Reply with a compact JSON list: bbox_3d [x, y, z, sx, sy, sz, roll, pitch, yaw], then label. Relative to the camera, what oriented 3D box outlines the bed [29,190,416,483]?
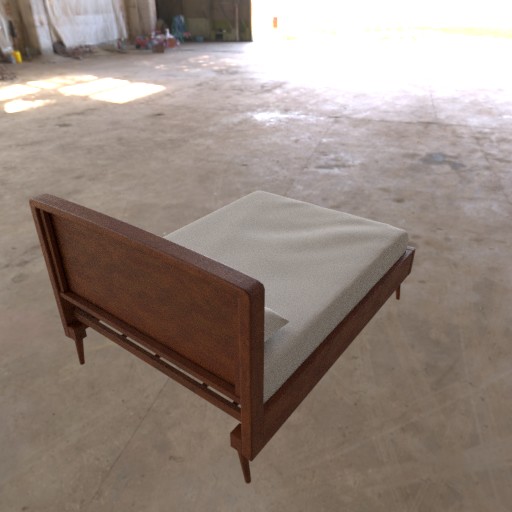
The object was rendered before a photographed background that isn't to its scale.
[{"bbox_3d":[0.000,0.000,3.157,1.587,1.275,2.196,20,36,31],"label":"bed"}]
